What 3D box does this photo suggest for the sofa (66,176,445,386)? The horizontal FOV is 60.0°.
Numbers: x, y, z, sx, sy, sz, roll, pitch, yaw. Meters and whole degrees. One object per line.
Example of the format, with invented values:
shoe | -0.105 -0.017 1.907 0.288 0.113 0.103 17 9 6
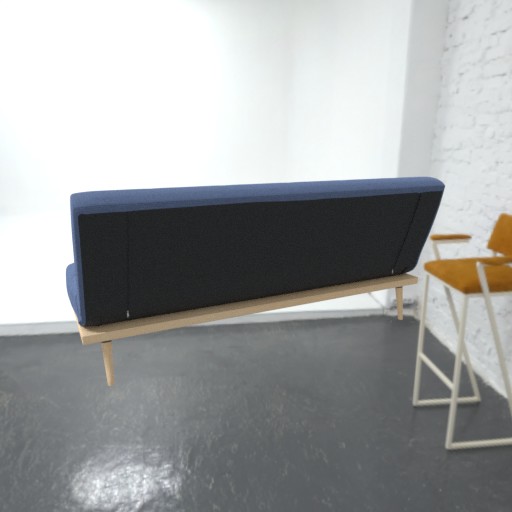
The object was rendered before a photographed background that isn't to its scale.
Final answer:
sofa | 0.000 0.000 2.290 1.800 0.800 0.796 -7 16 -26
